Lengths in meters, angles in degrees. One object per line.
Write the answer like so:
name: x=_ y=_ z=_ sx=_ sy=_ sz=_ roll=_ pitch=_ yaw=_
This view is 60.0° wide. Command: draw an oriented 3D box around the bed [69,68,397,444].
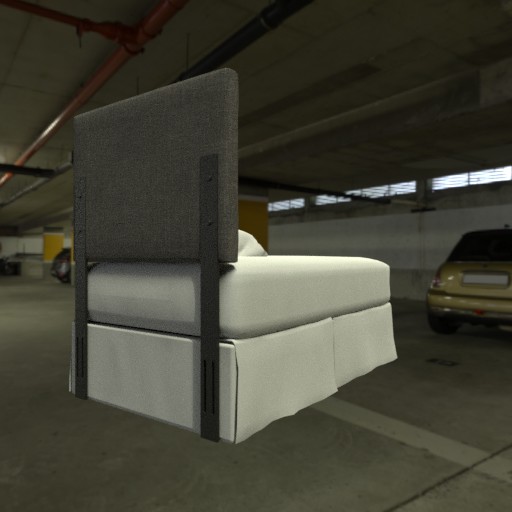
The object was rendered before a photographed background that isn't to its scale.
bed: x=0.000 y=0.000 z=2.952 sx=1.261 sy=1.571 sz=1.997 roll=0 pitch=0 yaw=36
